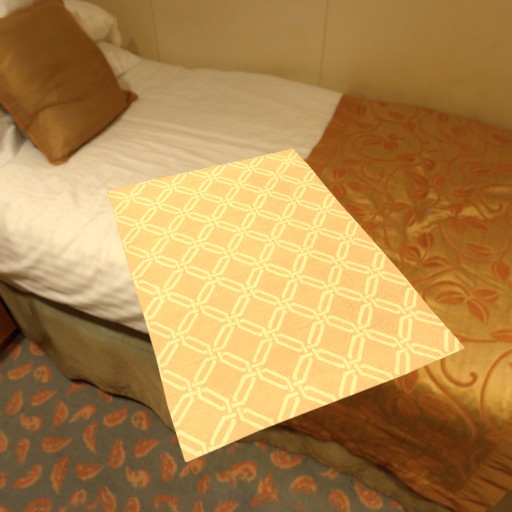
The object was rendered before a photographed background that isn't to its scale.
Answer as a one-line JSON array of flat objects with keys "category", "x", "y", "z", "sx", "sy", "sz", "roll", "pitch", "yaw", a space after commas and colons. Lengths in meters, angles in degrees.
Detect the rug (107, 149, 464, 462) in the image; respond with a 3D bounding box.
[{"category": "rug", "x": 0.000, "y": 0.000, "z": 4.477, "sx": 2.452, "sy": 0.020, "sz": 3.365, "roll": -16, "pitch": 48, "yaw": -15}]
